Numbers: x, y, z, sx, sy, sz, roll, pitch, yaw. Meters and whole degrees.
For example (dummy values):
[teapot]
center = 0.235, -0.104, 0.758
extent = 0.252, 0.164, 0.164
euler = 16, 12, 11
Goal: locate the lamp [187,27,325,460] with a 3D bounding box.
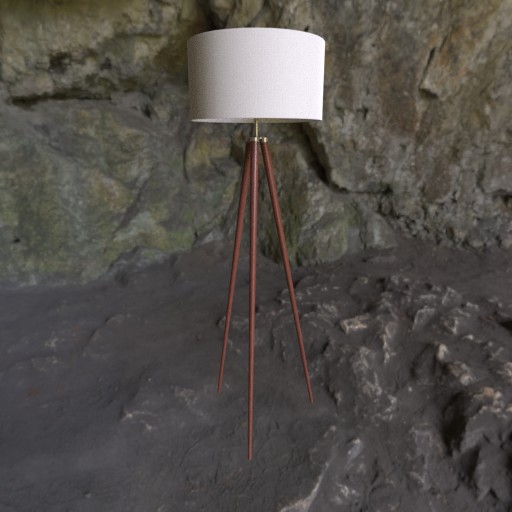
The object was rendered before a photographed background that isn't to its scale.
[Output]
[lamp]
center = 0.000, 0.000, 1.769
extent = 0.483, 1.553, 0.483
euler = 3, 15, 10
